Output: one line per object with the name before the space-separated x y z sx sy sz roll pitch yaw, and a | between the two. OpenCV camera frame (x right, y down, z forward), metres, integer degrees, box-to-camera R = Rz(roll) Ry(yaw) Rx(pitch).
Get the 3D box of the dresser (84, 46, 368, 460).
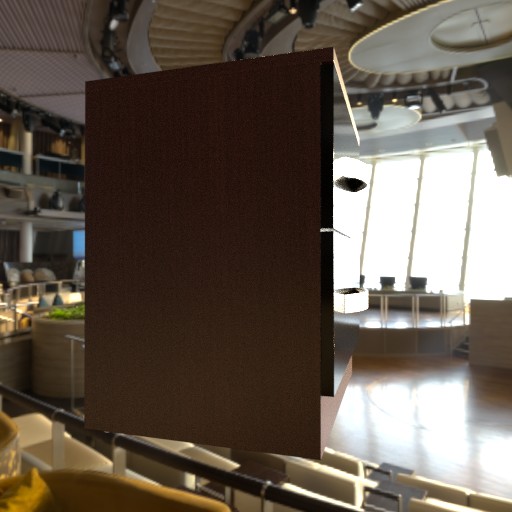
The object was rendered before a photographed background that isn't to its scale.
dresser | 0.000 0.000 0.735 0.360 0.470 0.400 0 0 17
